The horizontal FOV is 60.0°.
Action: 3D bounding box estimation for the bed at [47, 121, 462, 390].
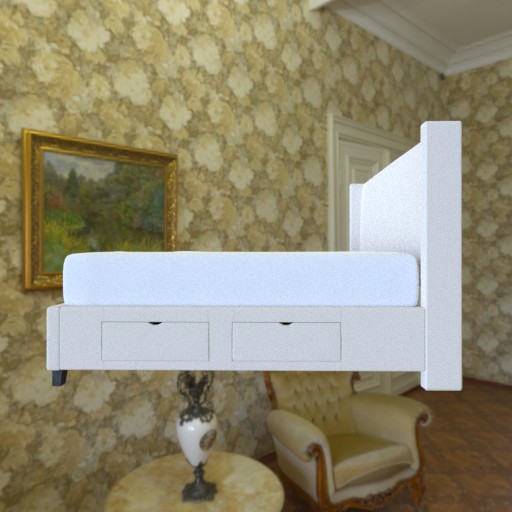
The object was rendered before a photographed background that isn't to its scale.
[{"bbox_3d":[0.000,0.000,3.489,2.293,1.471,2.145,0,0,1],"label":"bed"}]
